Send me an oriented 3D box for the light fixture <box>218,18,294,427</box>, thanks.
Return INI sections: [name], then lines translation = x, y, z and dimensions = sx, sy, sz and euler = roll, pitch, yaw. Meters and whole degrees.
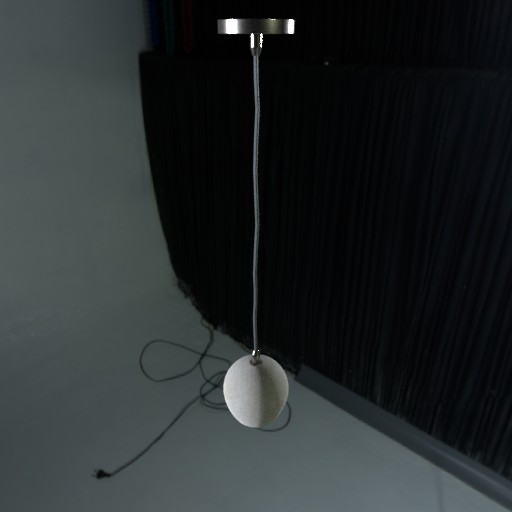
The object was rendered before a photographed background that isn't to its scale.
[light fixture]
translation = 0.000, 0.000, 0.812
dimensions = 0.139, 0.764, 0.139
euler = 19, 32, 33
